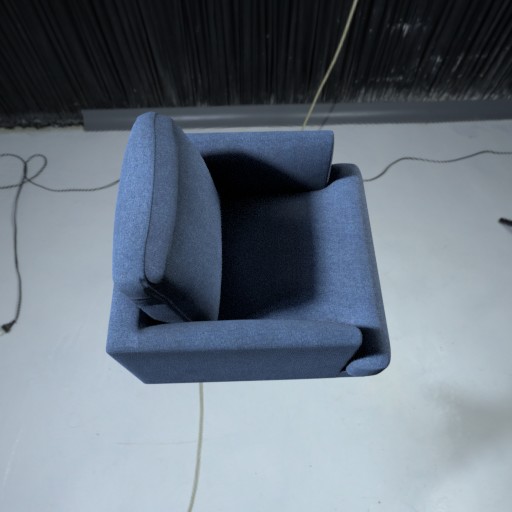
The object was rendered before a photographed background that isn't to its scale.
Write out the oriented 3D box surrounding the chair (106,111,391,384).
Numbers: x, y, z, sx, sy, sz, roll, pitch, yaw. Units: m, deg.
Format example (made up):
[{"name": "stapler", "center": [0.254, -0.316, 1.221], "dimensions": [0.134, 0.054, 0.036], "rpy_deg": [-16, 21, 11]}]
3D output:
[{"name": "chair", "center": [0.000, 0.000, 1.651], "dimensions": [0.899, 0.957, 0.858], "rpy_deg": [-2, 64, -1]}]
